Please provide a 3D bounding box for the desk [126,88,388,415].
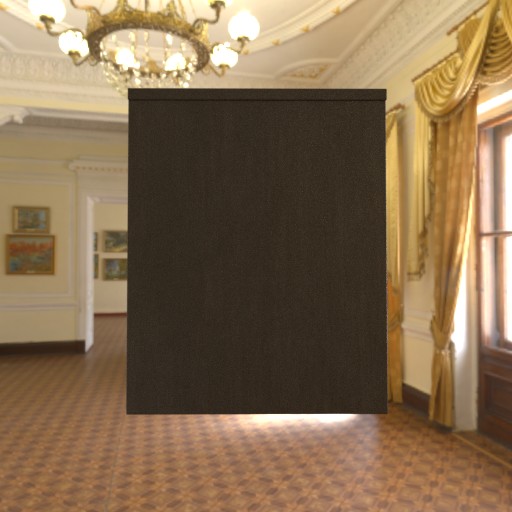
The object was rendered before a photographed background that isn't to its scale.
[{"bbox_3d":[0.000,0.000,1.565,0.600,0.750,1.100,0,-1,0],"label":"desk"}]
